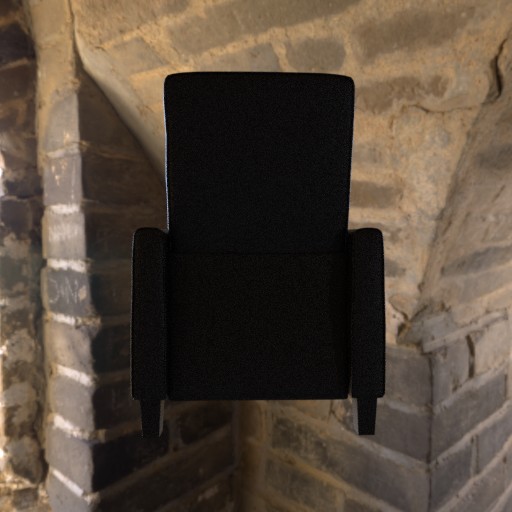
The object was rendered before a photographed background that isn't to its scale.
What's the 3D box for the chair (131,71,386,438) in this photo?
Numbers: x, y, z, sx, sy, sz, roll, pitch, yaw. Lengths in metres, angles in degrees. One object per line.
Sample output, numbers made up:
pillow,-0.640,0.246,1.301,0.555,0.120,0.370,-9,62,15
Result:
chair,0.000,0.000,1.546,0.705,1.013,0.746,0,0,-2
